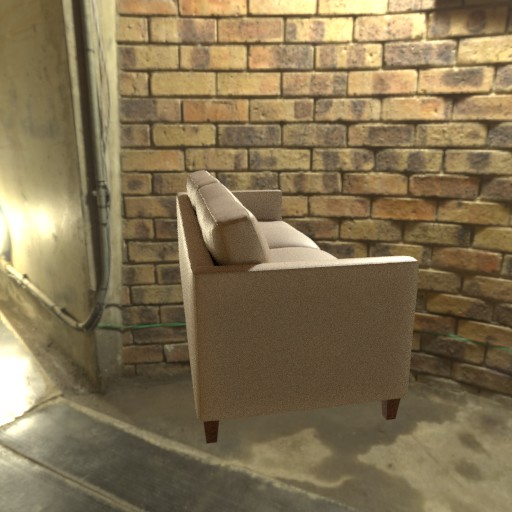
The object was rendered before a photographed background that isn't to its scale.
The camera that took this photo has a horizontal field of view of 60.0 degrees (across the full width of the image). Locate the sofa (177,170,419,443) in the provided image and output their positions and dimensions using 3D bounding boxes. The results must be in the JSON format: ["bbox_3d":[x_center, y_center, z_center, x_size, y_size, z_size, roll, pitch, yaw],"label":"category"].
[{"bbox_3d":[0.000,0.000,2.872,0.951,0.968,2.361,-3,16,-11],"label":"sofa"}]
